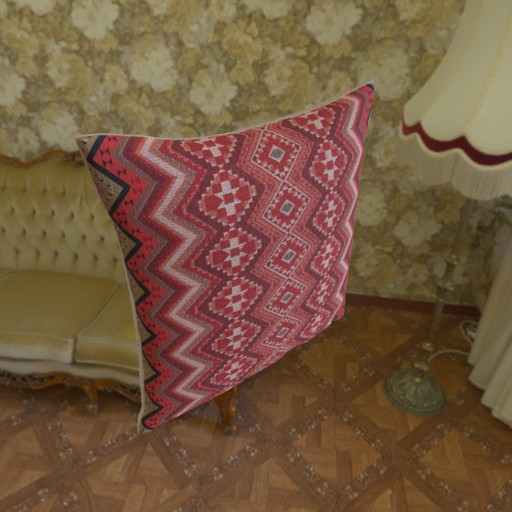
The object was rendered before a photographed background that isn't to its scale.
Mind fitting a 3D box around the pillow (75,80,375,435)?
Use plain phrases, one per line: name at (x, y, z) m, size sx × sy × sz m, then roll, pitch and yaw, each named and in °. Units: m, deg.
pillow at (0.000, 0.000, 0.755) m, size 0.513 × 0.511 × 0.158 m, roll -22°, pitch 38°, yaw -33°
